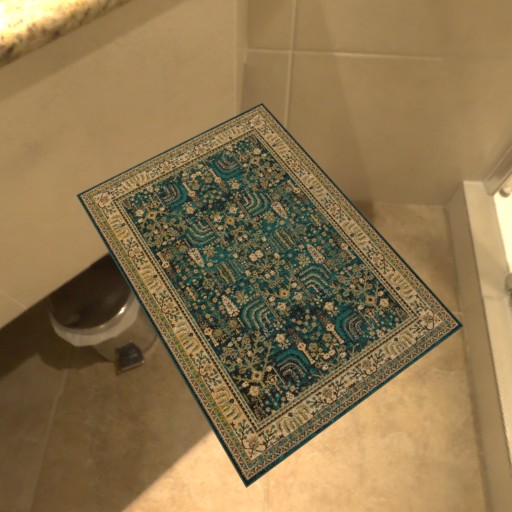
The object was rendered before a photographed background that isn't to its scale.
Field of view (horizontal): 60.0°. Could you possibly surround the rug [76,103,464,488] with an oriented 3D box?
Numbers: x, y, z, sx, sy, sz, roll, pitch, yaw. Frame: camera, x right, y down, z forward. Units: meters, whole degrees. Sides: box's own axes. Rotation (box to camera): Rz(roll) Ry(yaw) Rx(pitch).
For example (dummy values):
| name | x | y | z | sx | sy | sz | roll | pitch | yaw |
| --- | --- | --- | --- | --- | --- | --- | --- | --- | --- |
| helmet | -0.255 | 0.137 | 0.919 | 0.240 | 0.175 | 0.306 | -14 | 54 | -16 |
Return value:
| name | x | y | z | sx | sy | sz | roll | pitch | yaw |
| --- | --- | --- | --- | --- | --- | --- | --- | --- | --- |
| rug | 0.000 | 0.000 | 2.936 | 1.594 | 0.013 | 2.213 | -31 | 68 | -14 |
